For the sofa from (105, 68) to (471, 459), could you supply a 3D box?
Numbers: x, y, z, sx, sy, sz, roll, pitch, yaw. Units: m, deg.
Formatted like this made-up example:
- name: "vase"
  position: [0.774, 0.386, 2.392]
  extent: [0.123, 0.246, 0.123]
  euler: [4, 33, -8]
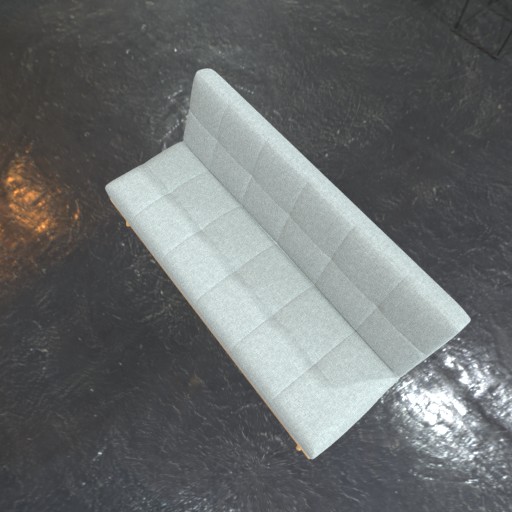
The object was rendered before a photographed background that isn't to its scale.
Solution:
- name: "sofa"
  position: [0.000, 0.000, 2.284]
  extent: [0.800, 0.800, 1.820]
  euler: [-35, 69, -16]
